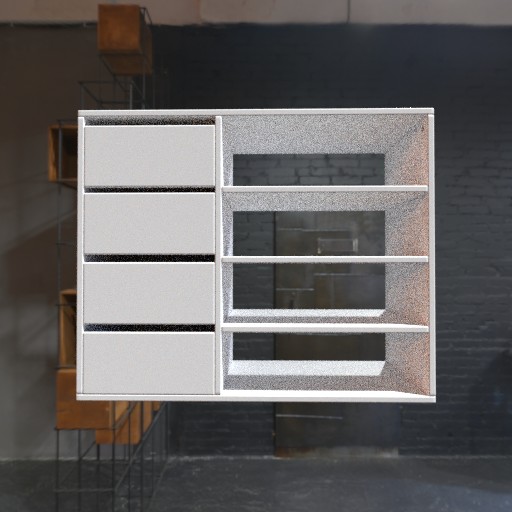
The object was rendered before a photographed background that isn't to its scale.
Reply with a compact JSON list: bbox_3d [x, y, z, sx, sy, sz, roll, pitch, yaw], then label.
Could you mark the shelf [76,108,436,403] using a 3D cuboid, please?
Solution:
[{"bbox_3d":[0.000,0.000,1.304,0.895,0.732,0.396,0,-1,1],"label":"shelf"}]
